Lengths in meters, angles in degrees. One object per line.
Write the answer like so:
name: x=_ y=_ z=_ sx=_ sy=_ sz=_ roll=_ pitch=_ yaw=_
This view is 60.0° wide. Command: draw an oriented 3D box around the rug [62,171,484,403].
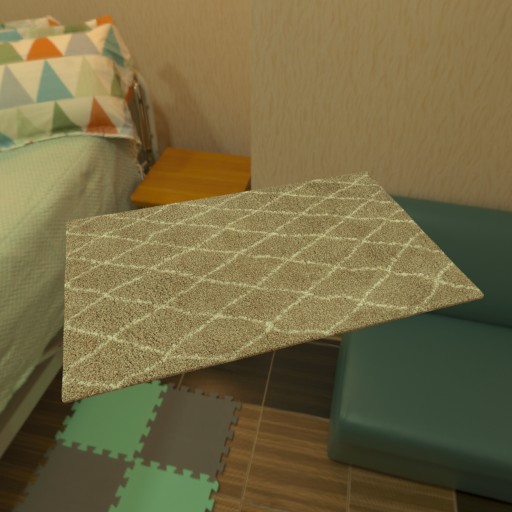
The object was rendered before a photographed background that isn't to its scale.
rug: x=0.000 y=0.000 z=2.967 sx=2.438 sy=0.030 sz=1.524 roll=-11 pitch=43 yaw=-13
